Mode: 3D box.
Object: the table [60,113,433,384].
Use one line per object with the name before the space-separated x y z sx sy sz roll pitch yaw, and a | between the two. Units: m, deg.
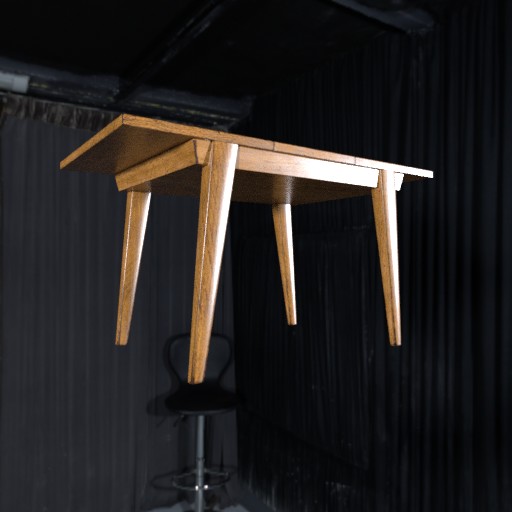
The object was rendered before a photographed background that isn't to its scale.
table | 0.000 0.000 1.886 1.400 0.760 0.757 0 0 -35
